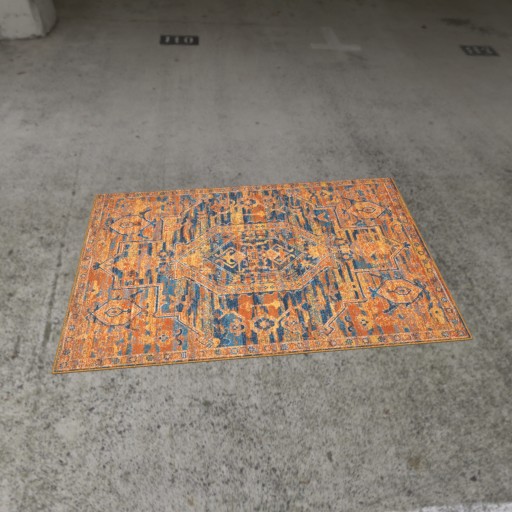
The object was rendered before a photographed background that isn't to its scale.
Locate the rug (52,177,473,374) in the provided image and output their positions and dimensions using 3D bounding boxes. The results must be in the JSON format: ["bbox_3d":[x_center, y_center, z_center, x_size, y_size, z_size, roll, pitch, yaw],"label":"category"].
[{"bbox_3d":[0.000,0.000,2.226,1.758,0.013,1.148,-4,47,-4],"label":"rug"}]
